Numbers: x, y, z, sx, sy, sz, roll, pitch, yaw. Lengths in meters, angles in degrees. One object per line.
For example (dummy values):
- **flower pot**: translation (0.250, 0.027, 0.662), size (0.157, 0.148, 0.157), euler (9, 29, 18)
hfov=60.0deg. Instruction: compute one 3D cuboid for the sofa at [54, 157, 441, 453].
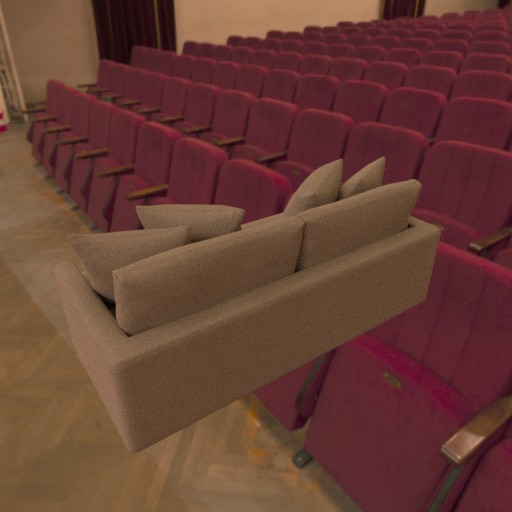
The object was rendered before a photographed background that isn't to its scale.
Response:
- **sofa**: translation (0.000, 0.000, 3.005), size (2.380, 1.084, 1.228), euler (-19, 34, -30)
